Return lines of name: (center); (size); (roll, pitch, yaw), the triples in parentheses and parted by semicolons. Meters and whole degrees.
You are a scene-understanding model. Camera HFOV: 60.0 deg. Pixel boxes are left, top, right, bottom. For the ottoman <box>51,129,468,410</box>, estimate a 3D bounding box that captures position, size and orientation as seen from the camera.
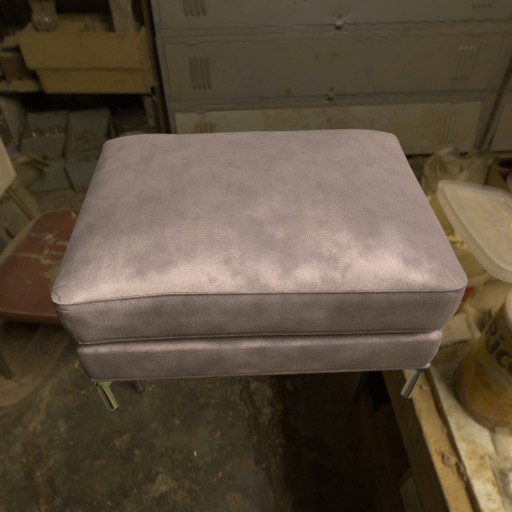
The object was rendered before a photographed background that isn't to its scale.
ottoman: (0.000, 0.000, 1.029); (0.719, 0.456, 0.520); (-2, 46, -2)
